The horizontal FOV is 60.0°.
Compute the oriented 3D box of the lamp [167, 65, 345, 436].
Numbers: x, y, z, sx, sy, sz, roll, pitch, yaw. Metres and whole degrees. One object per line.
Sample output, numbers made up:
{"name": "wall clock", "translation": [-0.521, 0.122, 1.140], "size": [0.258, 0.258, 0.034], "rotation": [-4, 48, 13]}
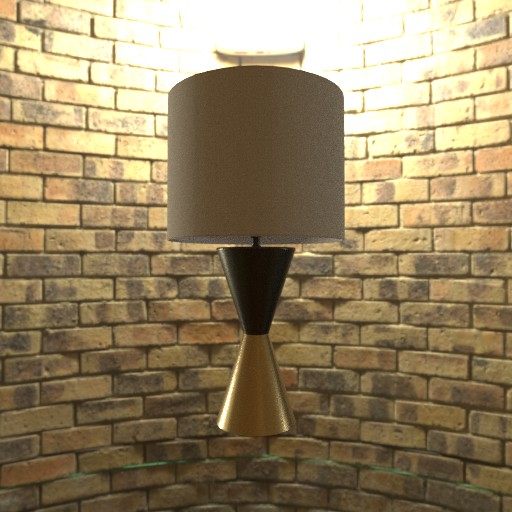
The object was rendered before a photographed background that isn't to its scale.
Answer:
{"name": "lamp", "translation": [0.000, 0.000, 0.773], "size": [0.304, 0.573, 0.304], "rotation": [1, -1, -36]}
